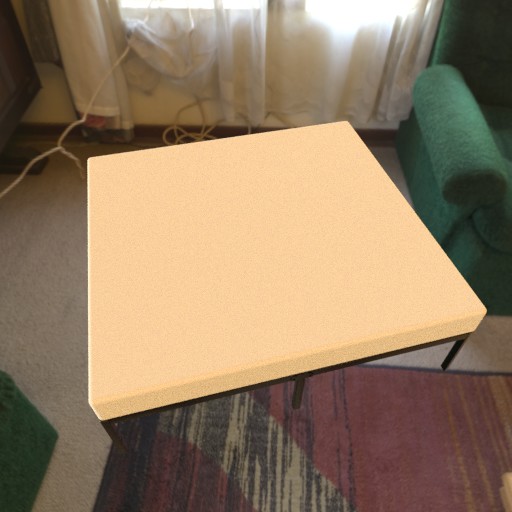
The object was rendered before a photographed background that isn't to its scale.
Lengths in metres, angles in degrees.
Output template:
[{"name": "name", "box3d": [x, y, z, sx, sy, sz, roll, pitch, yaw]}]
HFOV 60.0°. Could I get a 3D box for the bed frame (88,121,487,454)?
[{"name": "bed frame", "box3d": [0.000, 0.000, 3.049, 2.079, 0.659, 1.963, -11, 49, -10]}]
